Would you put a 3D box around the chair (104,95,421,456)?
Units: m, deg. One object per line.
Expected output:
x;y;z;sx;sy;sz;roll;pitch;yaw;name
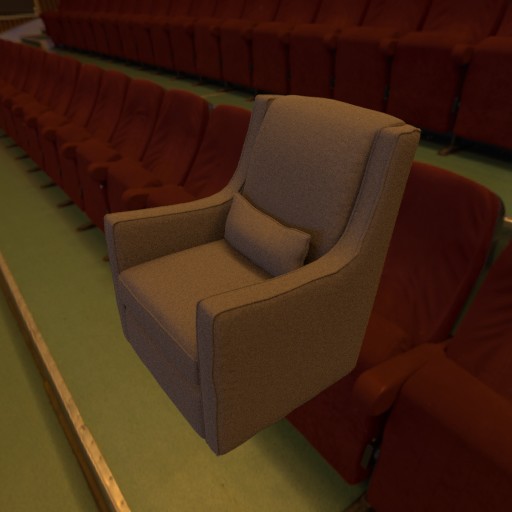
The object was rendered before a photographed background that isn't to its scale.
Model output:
0.000;0.000;1.611;0.879;0.993;0.732;-21;37;-32;chair
